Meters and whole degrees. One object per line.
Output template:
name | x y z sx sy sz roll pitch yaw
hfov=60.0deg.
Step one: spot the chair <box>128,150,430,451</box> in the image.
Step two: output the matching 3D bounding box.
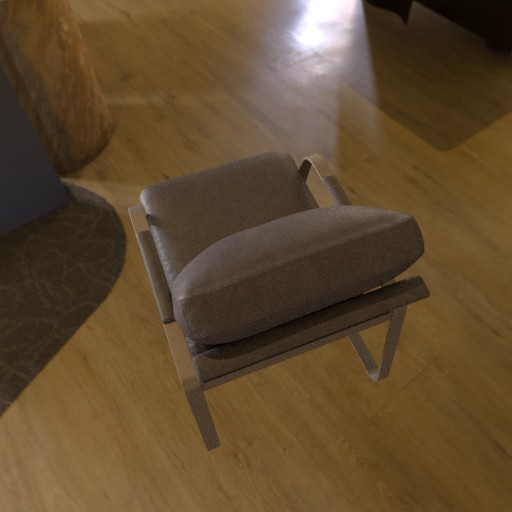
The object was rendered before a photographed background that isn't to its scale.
chair | 0.000 0.000 1.463 0.692 0.839 0.878 -18 58 -12
